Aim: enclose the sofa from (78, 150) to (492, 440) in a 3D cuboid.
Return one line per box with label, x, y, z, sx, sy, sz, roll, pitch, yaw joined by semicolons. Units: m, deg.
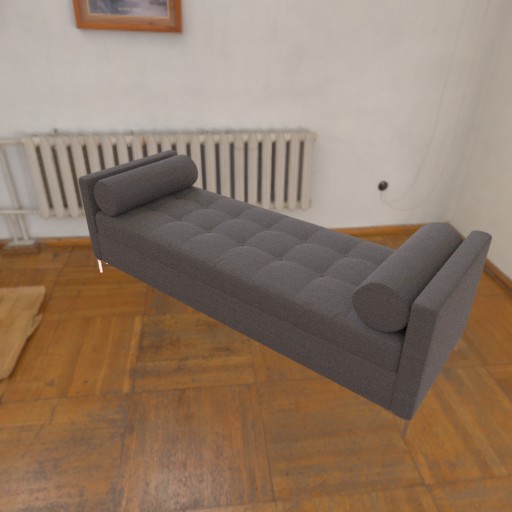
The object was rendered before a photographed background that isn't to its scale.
sofa;0.000;0.000;2.289;1.981;0.635;0.686;21;36;33
